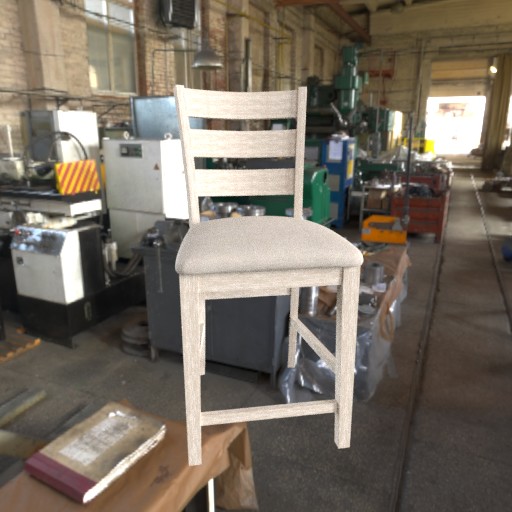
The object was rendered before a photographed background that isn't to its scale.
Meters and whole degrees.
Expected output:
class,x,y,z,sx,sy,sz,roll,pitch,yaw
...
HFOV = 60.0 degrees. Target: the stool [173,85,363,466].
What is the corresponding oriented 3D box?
class,x,y,z,sx,sy,sz,roll,pitch,yaw
stool,0.000,0.000,1.375,0.484,1.032,0.569,-3,16,-9
